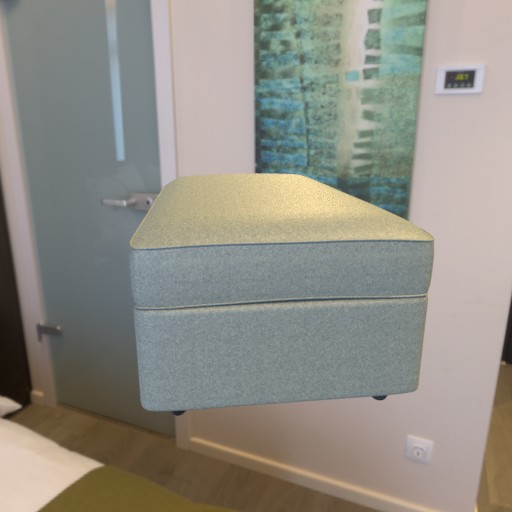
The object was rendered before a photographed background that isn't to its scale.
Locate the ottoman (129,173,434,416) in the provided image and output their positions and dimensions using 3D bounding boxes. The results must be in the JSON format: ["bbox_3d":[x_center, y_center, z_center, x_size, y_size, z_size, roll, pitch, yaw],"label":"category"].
[{"bbox_3d":[0.000,0.000,1.538,0.681,0.494,1.173,-2,16,-7],"label":"ottoman"}]
